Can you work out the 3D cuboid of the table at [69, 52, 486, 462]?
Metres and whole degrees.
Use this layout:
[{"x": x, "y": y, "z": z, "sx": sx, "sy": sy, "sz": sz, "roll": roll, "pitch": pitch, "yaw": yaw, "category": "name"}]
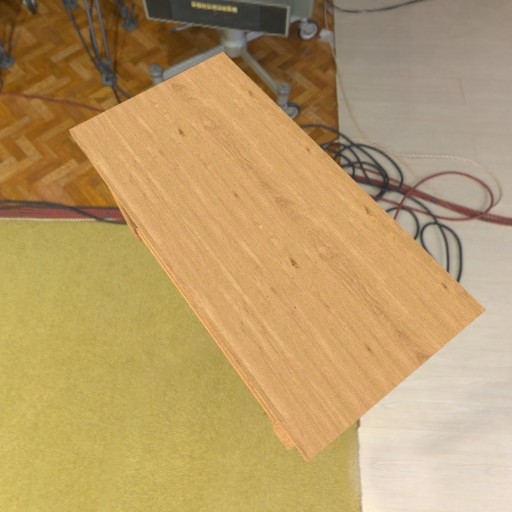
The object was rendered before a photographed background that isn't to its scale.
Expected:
[{"x": 0.000, "y": 0.000, "z": 1.166, "sx": 0.450, "sy": 0.452, "sz": 0.899, "roll": -34, "pitch": 69, "yaw": -15, "category": "table"}]
